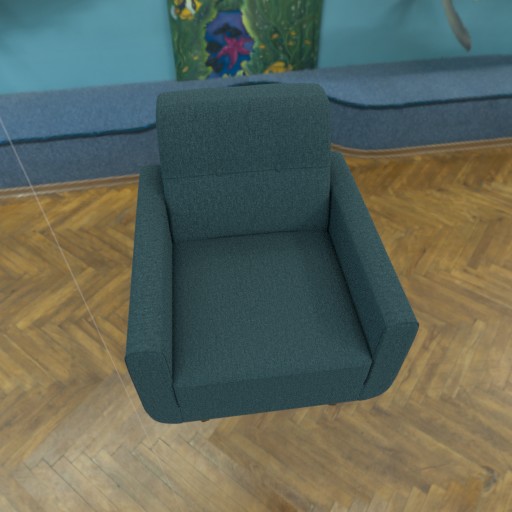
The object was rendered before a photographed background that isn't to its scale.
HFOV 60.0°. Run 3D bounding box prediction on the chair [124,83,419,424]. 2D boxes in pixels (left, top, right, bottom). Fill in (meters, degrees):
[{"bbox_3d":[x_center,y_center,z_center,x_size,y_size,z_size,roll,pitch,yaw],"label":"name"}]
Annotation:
[{"bbox_3d":[0.000,0.000,1.693,0.880,0.940,0.964,-5,47,-5],"label":"chair"}]
